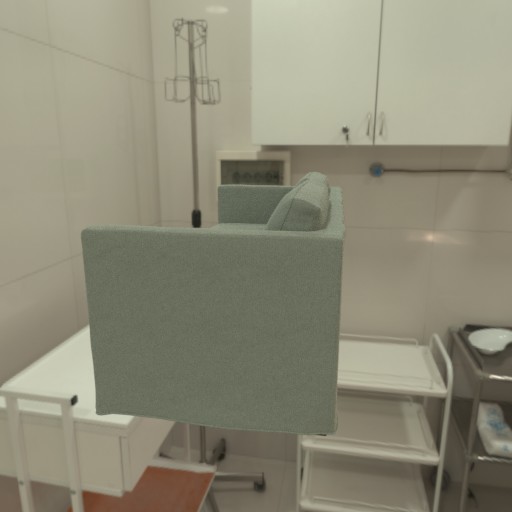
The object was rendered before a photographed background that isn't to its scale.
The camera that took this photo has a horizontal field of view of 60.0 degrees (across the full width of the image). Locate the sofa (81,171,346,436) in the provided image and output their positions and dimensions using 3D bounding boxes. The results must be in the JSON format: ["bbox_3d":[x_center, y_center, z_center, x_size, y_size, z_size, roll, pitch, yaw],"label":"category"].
[{"bbox_3d":[0.000,0.000,2.475,0.940,0.870,1.987,2,14,10],"label":"sofa"}]
